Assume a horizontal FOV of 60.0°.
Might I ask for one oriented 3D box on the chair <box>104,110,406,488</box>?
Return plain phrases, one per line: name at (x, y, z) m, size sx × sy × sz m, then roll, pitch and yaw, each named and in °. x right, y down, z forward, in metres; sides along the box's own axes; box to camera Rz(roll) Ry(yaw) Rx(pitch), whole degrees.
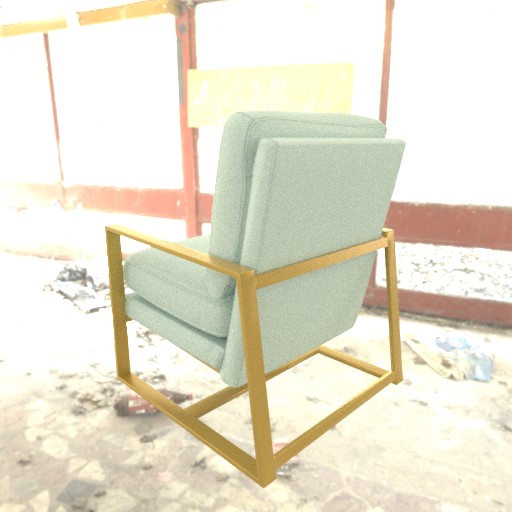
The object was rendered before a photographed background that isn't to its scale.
chair at (0.000, 0.000, 1.563) m, size 0.758 × 0.956 × 0.813 m, roll -14°, pitch 20°, yaw -43°
